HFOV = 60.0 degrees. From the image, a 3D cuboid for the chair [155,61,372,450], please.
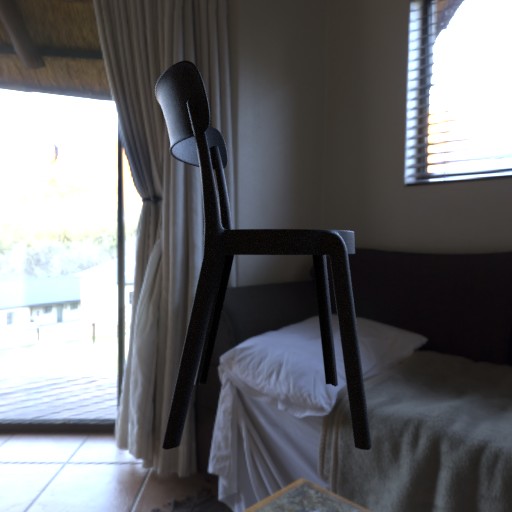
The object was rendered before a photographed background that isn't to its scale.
[{"bbox_3d":[0.000,0.000,1.129,0.491,0.790,0.506,0,1,1],"label":"chair"}]
